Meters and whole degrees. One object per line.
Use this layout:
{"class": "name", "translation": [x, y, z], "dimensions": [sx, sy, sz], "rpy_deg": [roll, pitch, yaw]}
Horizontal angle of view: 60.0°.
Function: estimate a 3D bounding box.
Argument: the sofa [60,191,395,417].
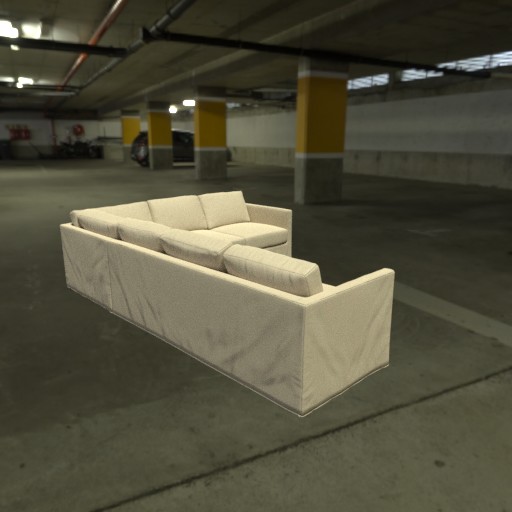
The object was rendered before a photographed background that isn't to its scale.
{"class": "sofa", "translation": [0.000, 0.000, 4.227], "dimensions": [2.432, 0.871, 3.182], "rpy_deg": [-14, 20, -43]}
